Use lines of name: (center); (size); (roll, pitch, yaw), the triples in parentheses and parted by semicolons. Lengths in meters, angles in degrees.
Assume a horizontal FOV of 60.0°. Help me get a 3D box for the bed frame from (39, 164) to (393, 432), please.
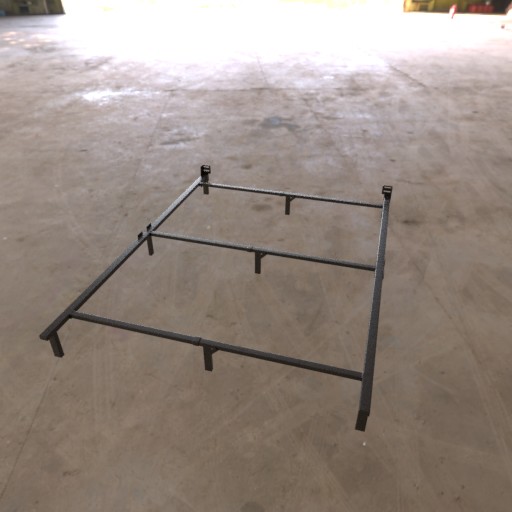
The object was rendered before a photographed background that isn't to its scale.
bed frame: (0.000, 0.000, 2.678); (1.498, 0.248, 1.990); (9, 34, 14)
